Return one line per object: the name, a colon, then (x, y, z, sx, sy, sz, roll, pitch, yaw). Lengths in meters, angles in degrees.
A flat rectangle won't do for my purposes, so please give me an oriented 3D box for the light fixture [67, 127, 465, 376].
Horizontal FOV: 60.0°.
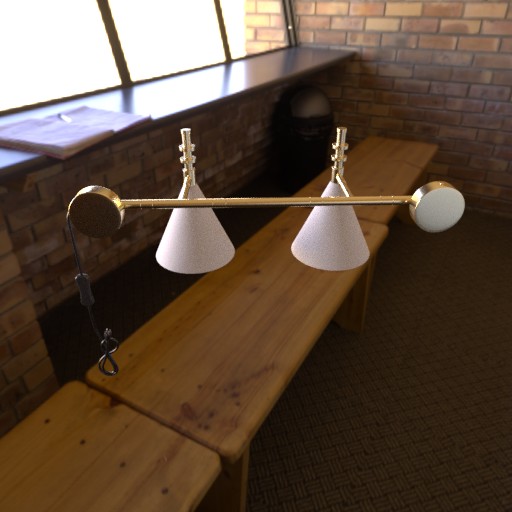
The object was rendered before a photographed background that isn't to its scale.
light fixture: (0.000, 0.000, 0.859, 0.642, 0.468, 0.239, -1, 31, -2)
